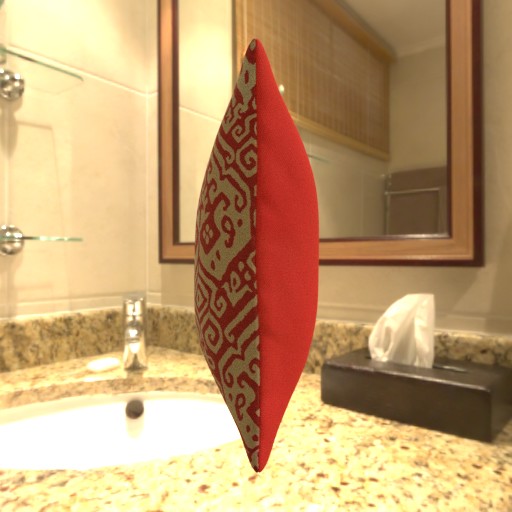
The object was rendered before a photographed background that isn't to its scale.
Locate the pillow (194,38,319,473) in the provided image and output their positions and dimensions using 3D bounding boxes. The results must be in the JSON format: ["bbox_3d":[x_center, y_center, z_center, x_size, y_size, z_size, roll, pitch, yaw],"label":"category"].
[{"bbox_3d":[0.000,0.000,0.773,0.192,0.507,0.522,0,0,0],"label":"pillow"}]
